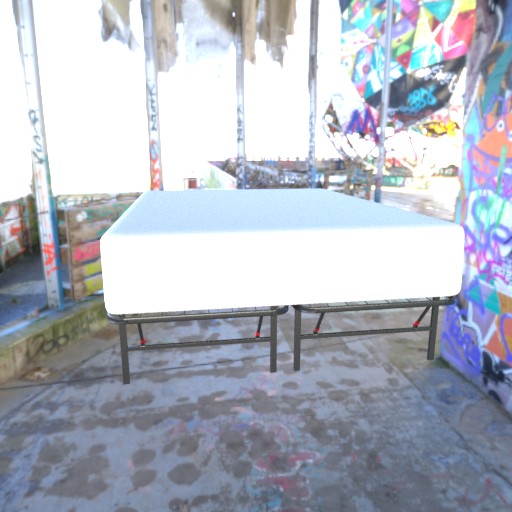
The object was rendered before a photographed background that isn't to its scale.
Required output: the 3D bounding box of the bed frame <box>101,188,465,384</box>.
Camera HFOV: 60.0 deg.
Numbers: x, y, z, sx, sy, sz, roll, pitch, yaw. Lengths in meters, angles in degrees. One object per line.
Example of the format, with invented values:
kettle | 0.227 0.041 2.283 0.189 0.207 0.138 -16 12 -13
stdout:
bed frame | 0.000 0.000 2.797 1.528 0.677 2.037 -2 13 -9
